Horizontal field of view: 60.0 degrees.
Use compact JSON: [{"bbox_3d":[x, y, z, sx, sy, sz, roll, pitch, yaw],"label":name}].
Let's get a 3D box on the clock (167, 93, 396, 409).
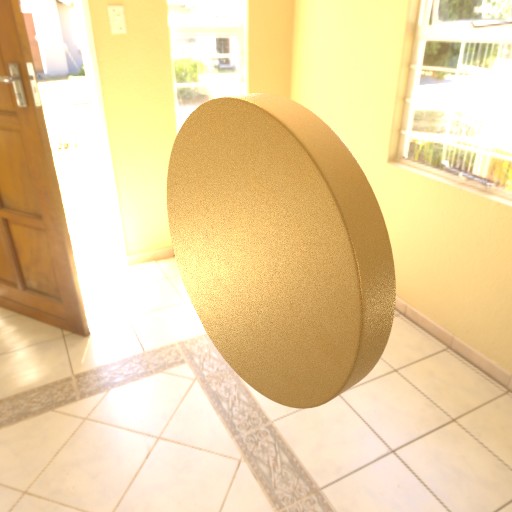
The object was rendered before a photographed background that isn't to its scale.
[{"bbox_3d":[0.000,0.000,0.457,0.040,0.314,0.314,-20,33,-33],"label":"clock"}]
